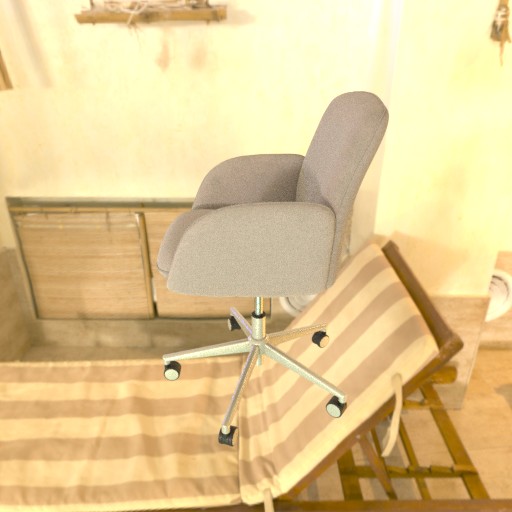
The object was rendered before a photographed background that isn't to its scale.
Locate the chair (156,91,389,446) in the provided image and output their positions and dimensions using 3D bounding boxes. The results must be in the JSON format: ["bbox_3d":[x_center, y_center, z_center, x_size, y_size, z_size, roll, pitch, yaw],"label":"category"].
[{"bbox_3d":[0.000,0.000,1.388,0.654,0.959,0.648,0,26,-1],"label":"chair"}]
